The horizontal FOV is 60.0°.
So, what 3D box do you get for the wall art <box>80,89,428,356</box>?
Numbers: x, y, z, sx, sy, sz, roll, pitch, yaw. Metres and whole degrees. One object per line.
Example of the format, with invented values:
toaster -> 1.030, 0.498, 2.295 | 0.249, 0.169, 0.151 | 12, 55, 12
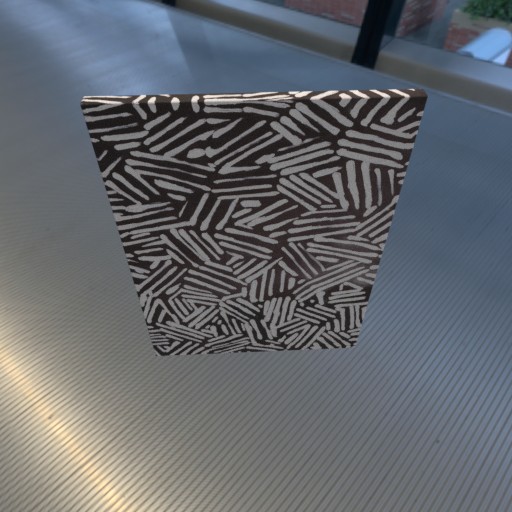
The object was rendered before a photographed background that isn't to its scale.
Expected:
wall art -> 0.000, 0.000, 1.346 | 0.765, 1.017, 0.038 | -2, 46, -2
